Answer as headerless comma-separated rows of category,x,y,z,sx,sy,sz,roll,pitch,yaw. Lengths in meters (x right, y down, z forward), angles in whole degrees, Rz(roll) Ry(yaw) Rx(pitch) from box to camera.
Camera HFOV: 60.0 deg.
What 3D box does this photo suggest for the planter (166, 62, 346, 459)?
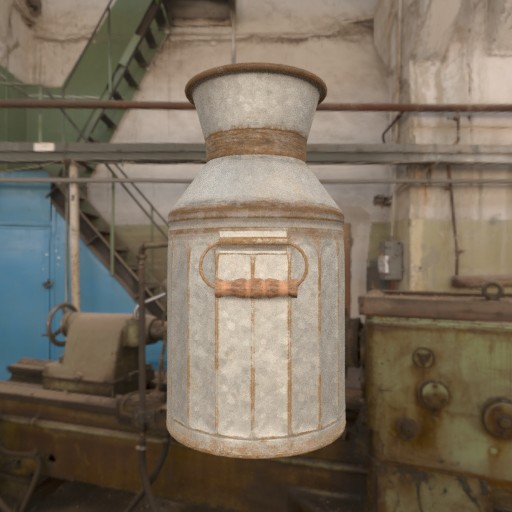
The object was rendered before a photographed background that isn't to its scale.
planter,0.000,0.000,0.536,0.214,0.396,0.245,0,0,2
